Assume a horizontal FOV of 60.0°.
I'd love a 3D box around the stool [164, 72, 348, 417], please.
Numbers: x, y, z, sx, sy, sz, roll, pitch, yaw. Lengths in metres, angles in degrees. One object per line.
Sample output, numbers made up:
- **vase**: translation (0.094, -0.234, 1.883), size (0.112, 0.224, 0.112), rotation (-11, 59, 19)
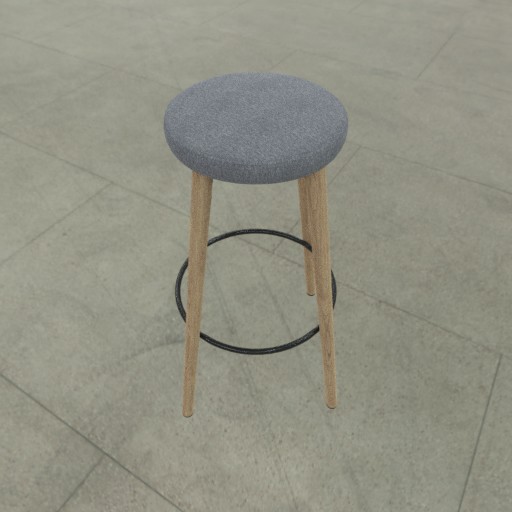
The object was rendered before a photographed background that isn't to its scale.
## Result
- **stool**: translation (0.000, 0.000, 1.028), size (0.410, 0.770, 0.410), rotation (-2, 46, -2)
